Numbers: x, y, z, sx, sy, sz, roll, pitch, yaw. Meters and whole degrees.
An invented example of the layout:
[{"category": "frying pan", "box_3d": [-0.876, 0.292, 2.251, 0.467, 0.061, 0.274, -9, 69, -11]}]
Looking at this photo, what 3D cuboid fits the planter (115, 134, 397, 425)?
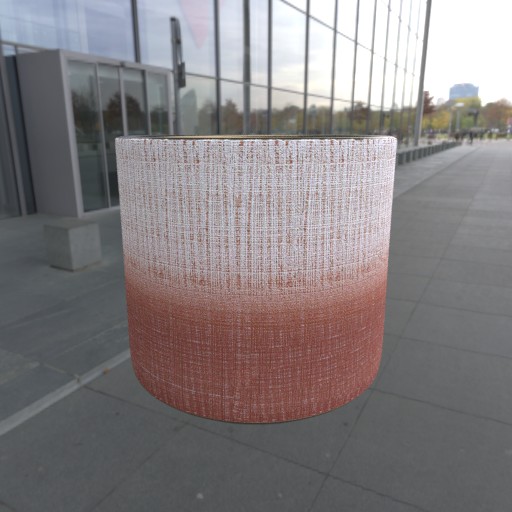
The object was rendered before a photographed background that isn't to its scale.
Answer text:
[{"category": "planter", "box_3d": [0.000, 0.000, 0.383, 0.221, 0.201, 0.221, 0, 16, 0]}]
